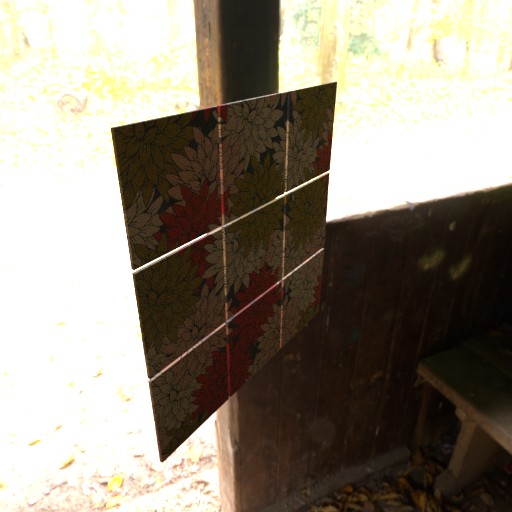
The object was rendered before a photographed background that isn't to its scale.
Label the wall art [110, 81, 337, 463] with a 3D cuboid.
[{"bbox_3d":[0.000,0.000,1.796,0.013,1.218,1.206,18,33,31],"label":"wall art"}]
